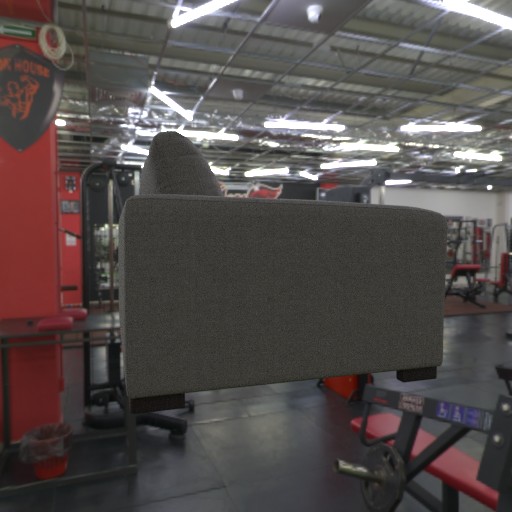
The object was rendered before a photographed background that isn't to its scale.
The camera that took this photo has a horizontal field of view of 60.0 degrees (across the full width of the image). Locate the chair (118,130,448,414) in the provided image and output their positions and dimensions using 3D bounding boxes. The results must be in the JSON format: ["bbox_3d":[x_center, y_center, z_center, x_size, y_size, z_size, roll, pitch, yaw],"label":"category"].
[{"bbox_3d":[0.000,0.000,1.877,1.100,0.847,1.070,-1,2,-18],"label":"chair"}]
